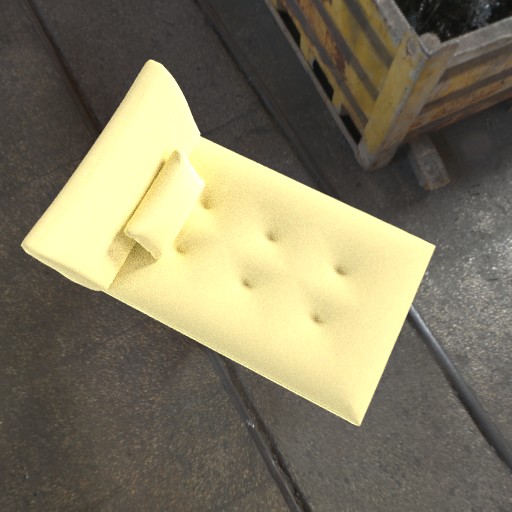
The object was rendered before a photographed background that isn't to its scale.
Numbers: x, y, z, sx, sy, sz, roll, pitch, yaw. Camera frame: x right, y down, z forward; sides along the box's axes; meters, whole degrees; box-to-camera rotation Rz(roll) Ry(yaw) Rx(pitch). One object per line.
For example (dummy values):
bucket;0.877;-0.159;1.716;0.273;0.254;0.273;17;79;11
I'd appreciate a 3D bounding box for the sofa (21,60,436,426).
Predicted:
sofa;0.000;0.000;1.964;1.450;0.820;0.930;26;76;7
